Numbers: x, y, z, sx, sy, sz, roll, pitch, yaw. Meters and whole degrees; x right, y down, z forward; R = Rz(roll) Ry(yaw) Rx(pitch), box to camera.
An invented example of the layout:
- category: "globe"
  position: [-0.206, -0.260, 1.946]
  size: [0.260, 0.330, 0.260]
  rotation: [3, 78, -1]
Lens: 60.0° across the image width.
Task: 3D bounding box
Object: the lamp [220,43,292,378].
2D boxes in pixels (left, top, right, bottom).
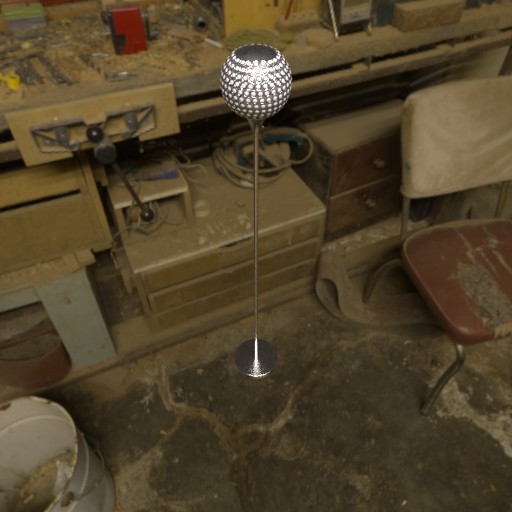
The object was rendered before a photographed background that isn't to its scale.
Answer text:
- category: "lamp"
  position: [0.000, 0.000, 2.003]
  size: [0.254, 1.805, 0.254]
  rotation: [0, 47, 0]
